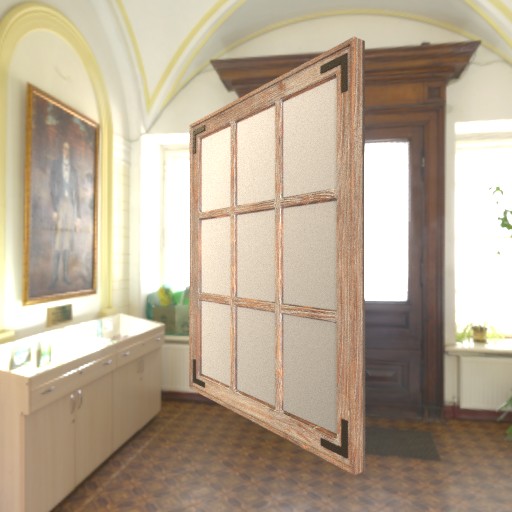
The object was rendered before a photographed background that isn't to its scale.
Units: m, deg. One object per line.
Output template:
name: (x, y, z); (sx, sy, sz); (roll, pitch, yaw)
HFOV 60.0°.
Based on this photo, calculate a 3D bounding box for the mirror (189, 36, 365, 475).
mirror: (0.000, 0.000, 1.198); (0.032, 0.882, 0.730); (0, 0, -35)
